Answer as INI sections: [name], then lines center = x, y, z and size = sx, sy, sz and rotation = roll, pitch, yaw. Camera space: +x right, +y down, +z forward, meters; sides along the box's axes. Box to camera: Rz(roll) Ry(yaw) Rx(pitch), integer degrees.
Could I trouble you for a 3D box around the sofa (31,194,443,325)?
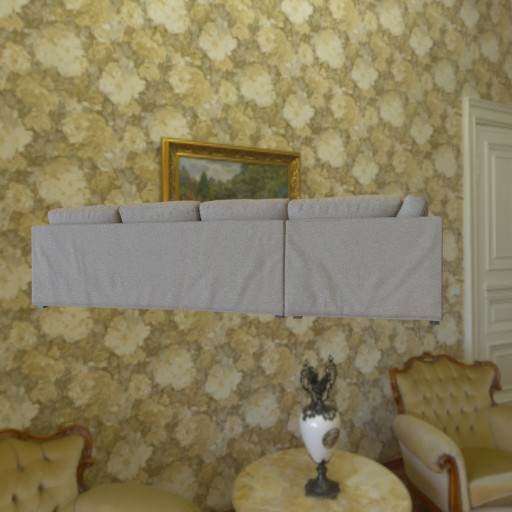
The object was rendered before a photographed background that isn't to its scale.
[sofa]
center = 0.000, 0.000, 4.367
size = 3.182, 0.871, 2.432
rotation = 0, 0, 17
